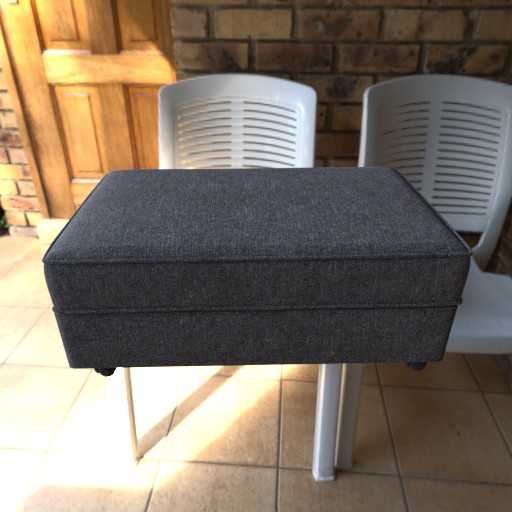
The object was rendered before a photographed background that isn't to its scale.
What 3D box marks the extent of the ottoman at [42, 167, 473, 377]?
[{"bbox_3d":[0.000,0.000,1.567,1.184,0.487,0.717,-1,30,-1],"label":"ottoman"}]
